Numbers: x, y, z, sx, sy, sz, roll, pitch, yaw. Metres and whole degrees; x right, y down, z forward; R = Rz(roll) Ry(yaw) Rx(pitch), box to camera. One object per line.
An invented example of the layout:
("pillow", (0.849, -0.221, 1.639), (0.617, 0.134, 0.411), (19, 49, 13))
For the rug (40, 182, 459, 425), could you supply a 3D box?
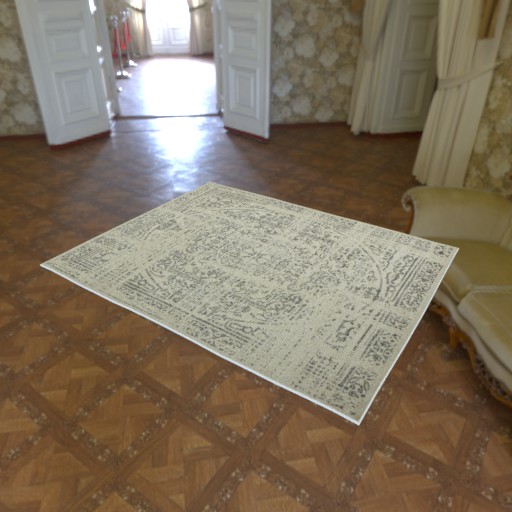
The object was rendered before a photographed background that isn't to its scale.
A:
("rug", (0.000, 0.000, 3.906), (2.921, 0.032, 2.311), (19, 36, 29))
